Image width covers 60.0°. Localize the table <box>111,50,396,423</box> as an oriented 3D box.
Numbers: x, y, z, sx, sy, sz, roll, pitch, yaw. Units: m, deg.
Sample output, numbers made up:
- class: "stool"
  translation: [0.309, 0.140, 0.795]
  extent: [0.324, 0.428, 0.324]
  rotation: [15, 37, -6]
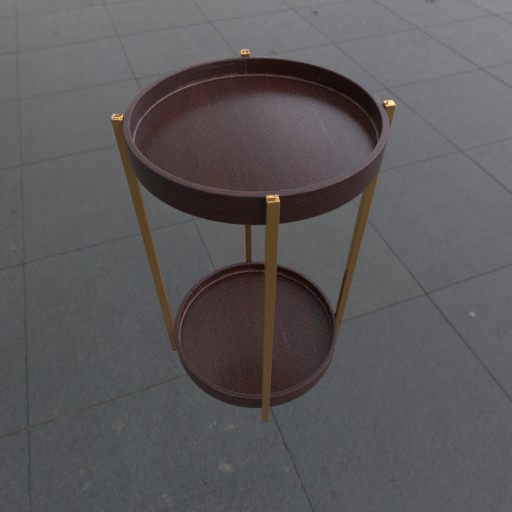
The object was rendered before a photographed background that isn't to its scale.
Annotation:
- class: "table"
  translation: [0.000, 0.000, 0.848]
  extent: [0.400, 0.610, 0.400]
  rotation: [-4, 48, -4]
